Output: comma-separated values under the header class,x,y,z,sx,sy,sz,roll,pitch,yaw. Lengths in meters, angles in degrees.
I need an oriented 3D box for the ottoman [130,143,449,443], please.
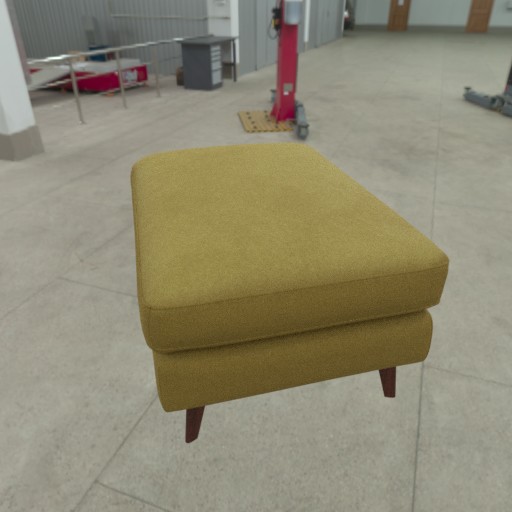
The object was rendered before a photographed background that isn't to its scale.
class,x,y,z,sx,sy,sz,roll,pitch,yaw
ottoman,0.000,0.000,1.186,0.608,0.449,0.811,-8,31,-13
